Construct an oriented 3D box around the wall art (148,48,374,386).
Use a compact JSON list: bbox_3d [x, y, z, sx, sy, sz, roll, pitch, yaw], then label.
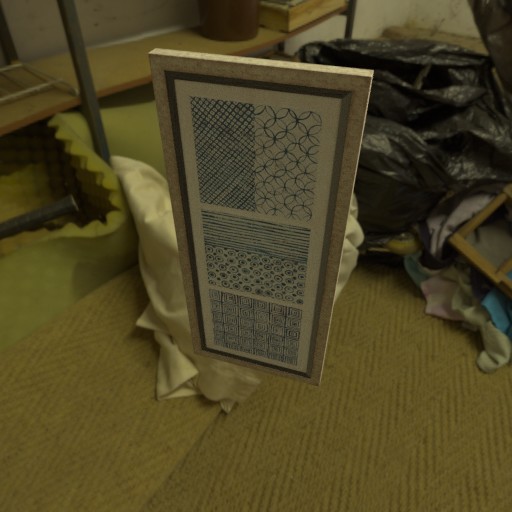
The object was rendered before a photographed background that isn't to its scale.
[{"bbox_3d":[0.000,0.000,1.729,0.648,1.461,0.051,12,43,13],"label":"wall art"}]
